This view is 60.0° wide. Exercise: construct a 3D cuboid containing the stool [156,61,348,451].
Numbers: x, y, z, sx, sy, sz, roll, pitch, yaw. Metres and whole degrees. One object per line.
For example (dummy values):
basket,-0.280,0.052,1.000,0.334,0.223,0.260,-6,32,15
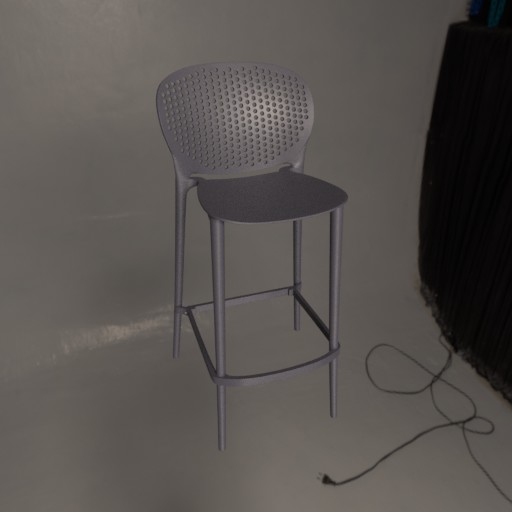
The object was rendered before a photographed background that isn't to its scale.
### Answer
stool,0.000,0.000,1.362,0.536,1.045,0.535,-10,31,-16
